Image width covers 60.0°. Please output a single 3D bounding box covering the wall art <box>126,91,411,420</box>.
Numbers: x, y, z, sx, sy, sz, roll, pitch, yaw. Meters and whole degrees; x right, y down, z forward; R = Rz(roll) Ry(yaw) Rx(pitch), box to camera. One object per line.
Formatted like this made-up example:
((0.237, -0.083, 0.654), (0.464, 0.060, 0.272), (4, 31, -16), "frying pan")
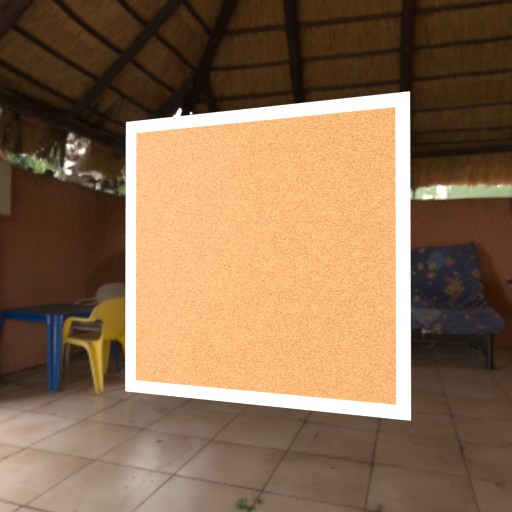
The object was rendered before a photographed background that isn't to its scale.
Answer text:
((0.000, 0.000, 1.160), (0.762, 0.762, 0.038), (0, -1, 18), "wall art")
